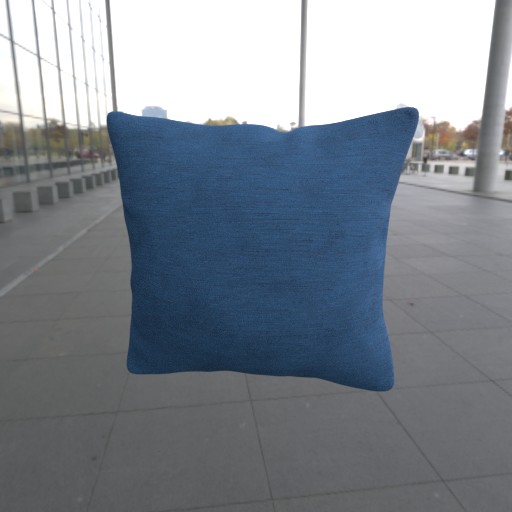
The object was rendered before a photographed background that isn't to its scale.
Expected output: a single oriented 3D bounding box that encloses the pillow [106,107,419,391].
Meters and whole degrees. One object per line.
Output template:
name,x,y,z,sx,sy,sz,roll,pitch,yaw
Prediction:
pillow,0.000,0.000,0.664,0.437,0.420,0.177,2,14,7
